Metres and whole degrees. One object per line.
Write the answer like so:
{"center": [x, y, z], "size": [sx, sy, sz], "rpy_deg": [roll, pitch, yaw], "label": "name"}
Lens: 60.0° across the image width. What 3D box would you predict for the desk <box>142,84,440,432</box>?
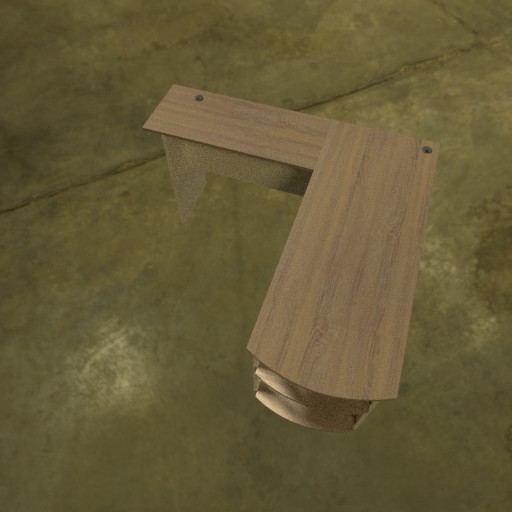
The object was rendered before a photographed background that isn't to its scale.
{"center": [0.000, 0.000, 2.139], "size": [1.361, 0.716, 1.303], "rpy_deg": [16, 58, 10], "label": "desk"}
